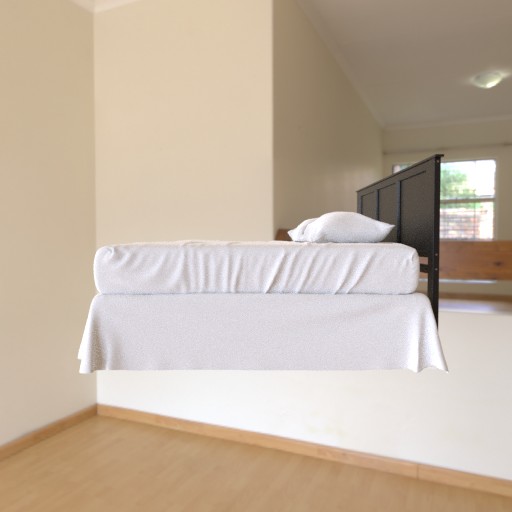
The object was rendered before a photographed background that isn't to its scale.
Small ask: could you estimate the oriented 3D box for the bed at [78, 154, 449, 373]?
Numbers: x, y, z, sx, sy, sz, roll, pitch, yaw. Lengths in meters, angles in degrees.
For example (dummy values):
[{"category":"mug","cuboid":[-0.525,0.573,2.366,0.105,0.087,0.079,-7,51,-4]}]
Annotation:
[{"category":"bed","cuboid":[0.000,0.000,3.590,2.219,1.271,2.315,0,2,-1]}]
